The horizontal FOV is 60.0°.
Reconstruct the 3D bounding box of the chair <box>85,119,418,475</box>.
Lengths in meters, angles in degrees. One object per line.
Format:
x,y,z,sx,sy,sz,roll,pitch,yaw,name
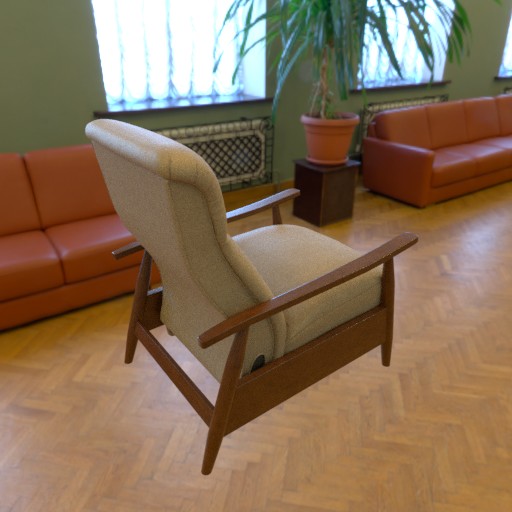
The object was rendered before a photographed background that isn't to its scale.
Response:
0.000,0.000,1.767,1.030,1.082,0.762,-18,31,-32,chair
